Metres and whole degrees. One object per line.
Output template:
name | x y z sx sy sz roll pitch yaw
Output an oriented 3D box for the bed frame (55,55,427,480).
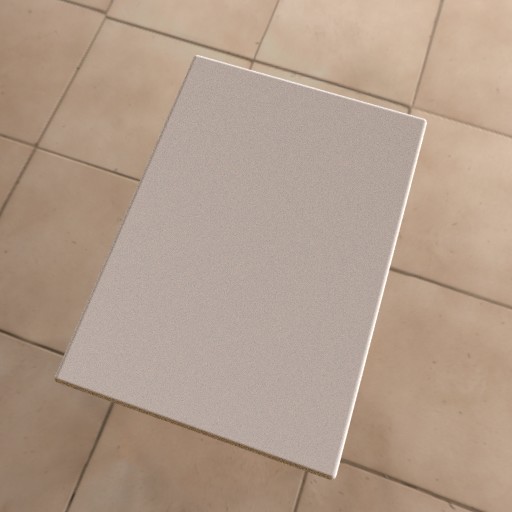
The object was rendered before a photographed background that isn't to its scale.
bed frame | 0.000 0.000 2.613 1.408 0.659 1.956 18 75 5
